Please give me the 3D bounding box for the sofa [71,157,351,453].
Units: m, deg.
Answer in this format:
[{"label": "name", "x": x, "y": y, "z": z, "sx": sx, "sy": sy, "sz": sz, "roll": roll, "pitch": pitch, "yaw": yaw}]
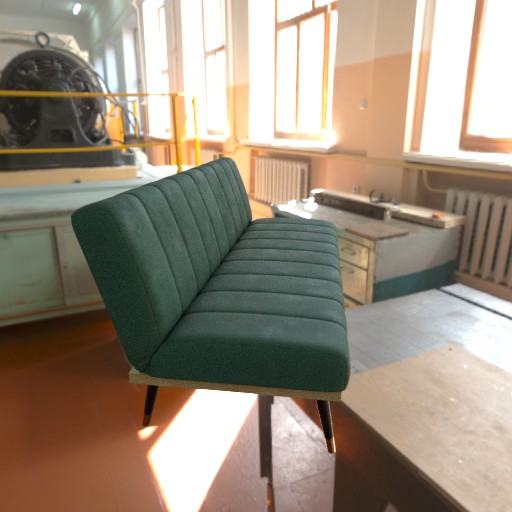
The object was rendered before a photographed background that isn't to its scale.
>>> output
[{"label": "sofa", "x": 0.000, "y": 0.000, "z": 2.175, "sx": 0.830, "sy": 0.820, "sz": 1.810, "roll": 2, "pitch": 17, "yaw": 8}]
